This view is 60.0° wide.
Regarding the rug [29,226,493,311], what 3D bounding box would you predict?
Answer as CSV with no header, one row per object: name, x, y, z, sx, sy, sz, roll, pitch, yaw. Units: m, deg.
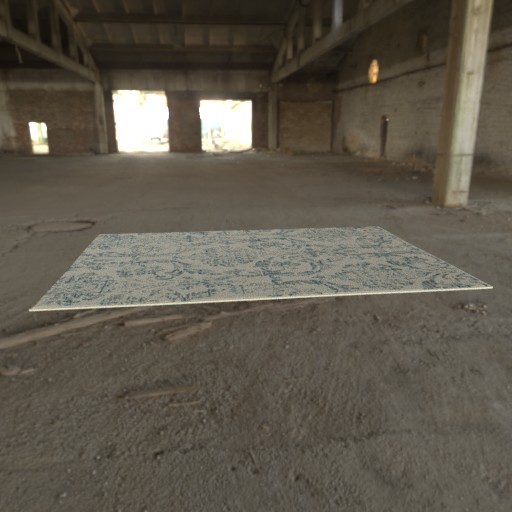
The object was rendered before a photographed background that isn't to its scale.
rug,0.000,0.000,2.304,1.831,0.012,1.213,-2,16,-7
